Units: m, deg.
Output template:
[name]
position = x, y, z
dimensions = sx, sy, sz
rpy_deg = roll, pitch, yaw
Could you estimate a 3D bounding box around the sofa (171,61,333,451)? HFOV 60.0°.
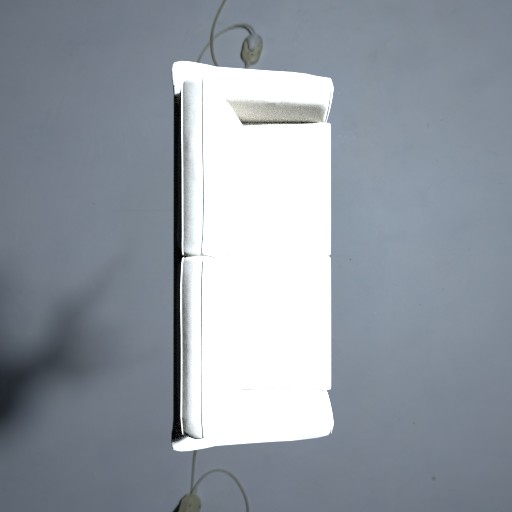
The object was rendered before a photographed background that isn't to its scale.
[sofa]
position = 0.000, 0.000, 2.830
dimensions = 0.980, 0.965, 2.270
rpy_deg = 0, 90, 0
